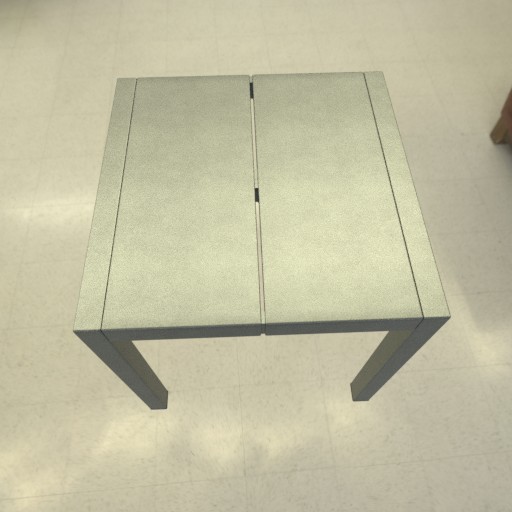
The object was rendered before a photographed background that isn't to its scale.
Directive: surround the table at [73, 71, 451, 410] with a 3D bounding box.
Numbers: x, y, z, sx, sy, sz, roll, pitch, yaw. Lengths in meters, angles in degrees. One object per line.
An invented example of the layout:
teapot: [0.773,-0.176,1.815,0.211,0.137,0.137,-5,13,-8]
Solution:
table: [0.000,0.000,0.936,0.508,0.508,0.508,-2,60,-1]
